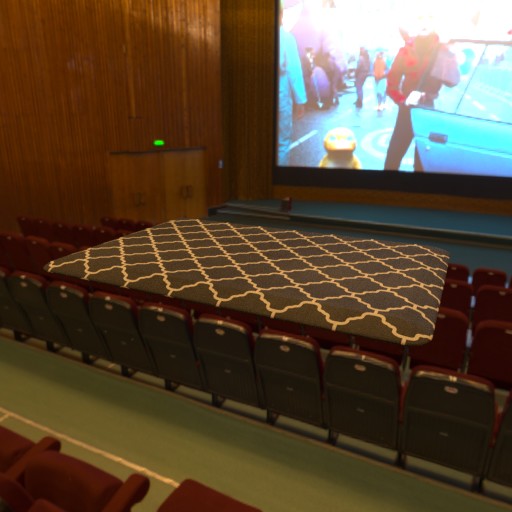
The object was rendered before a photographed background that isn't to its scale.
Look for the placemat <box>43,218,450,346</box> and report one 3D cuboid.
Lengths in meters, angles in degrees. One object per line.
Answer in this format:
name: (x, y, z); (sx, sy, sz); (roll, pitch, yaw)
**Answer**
placemat: (0.000, 0.000, 0.967); (0.762, 0.021, 0.508); (8, 19, 24)
